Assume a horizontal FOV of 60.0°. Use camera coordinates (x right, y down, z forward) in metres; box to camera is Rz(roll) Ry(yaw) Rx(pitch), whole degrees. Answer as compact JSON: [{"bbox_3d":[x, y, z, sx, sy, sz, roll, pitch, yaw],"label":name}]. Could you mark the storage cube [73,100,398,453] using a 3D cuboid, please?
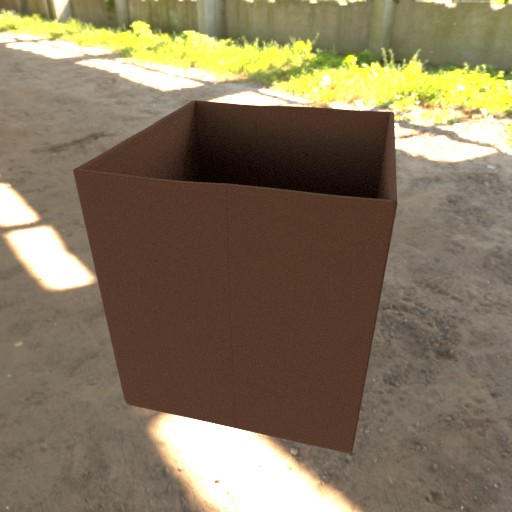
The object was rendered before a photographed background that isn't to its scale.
[{"bbox_3d":[0.000,0.000,0.510,0.270,0.280,0.270,8,32,12],"label":"storage cube"}]
